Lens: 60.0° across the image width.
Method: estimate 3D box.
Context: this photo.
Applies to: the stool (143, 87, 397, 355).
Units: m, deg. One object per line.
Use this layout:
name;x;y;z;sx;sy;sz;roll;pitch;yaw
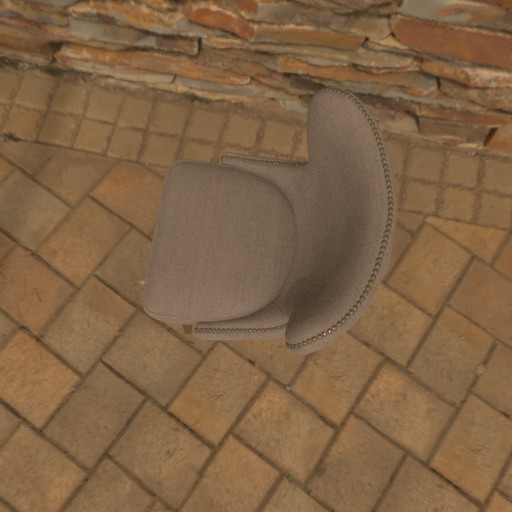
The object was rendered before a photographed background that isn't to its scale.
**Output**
stool;0.000;0.000;1.380;0.597;0.972;0.615;7;75;2
